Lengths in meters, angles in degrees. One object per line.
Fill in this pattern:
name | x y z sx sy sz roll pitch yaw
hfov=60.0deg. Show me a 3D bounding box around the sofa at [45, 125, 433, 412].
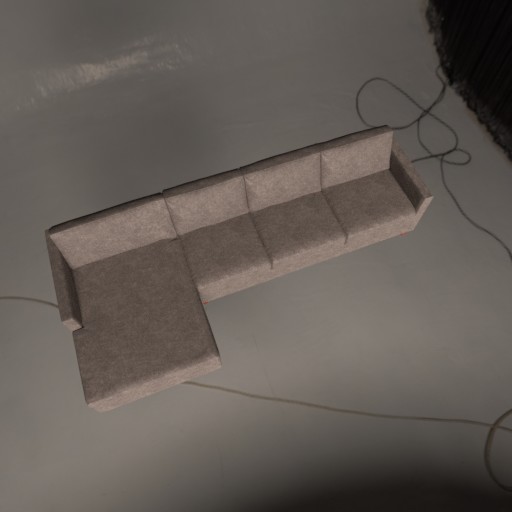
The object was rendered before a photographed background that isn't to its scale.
sofa | 0.000 0.000 4.128 3.471 0.954 1.606 -19 64 -9
